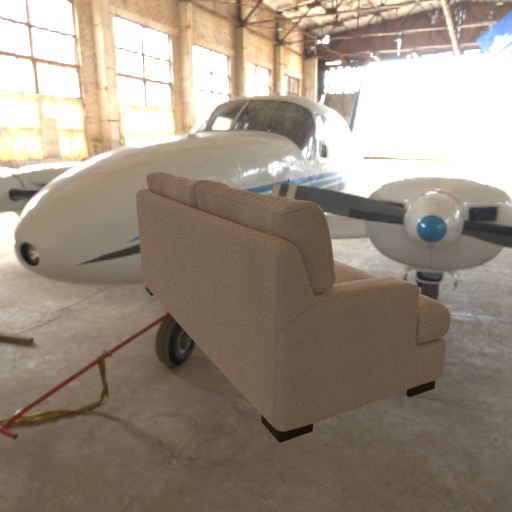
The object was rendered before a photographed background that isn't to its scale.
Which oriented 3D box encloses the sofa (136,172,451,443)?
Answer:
[{"bbox_3d":[0.000,0.000,2.678,0.929,0.925,2.147,-7,16,-27],"label":"sofa"}]
